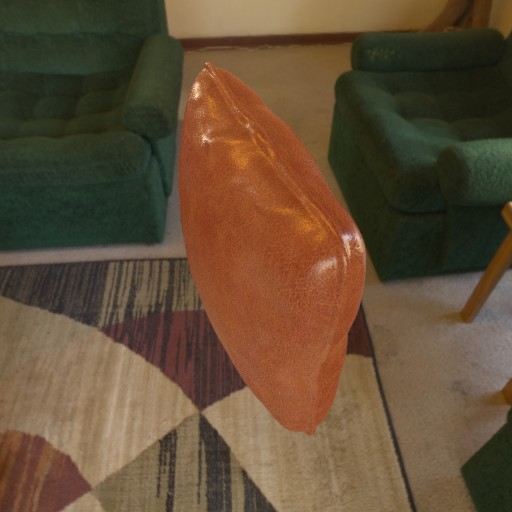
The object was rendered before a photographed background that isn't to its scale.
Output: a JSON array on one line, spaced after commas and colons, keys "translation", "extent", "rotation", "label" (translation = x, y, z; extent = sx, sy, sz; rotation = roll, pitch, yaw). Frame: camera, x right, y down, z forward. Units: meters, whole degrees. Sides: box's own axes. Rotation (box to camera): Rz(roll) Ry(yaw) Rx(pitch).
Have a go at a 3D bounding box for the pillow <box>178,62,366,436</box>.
[{"translation": [0.000, 0.000, 0.815], "extent": [0.236, 0.523, 0.532], "rotation": [-16, 49, -15], "label": "pillow"}]
